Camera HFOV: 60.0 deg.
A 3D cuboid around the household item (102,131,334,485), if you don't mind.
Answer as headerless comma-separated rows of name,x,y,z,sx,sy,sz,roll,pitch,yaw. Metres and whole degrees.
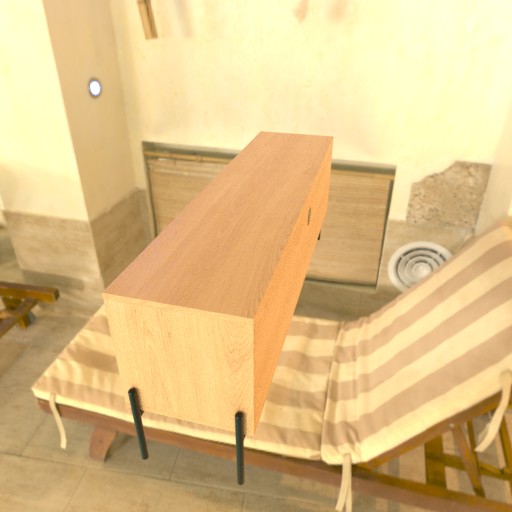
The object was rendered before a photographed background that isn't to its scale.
household item,0.000,0.000,1.807,0.400,0.600,1.550,8,32,13
